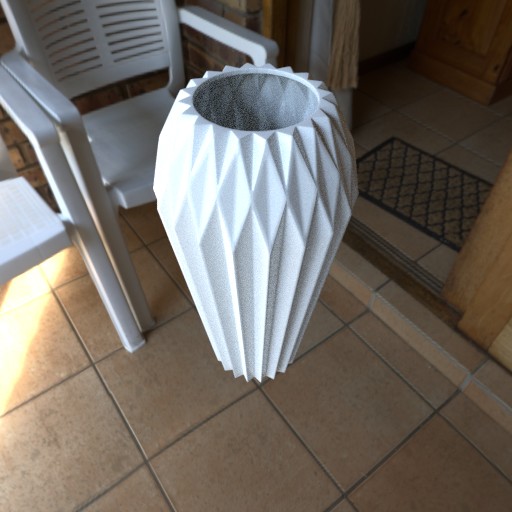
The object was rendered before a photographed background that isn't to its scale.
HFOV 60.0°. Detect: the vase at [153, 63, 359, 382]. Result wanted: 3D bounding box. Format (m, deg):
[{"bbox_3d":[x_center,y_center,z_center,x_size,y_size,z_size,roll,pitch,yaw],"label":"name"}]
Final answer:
[{"bbox_3d":[0.000,0.000,0.344,0.133,0.263,0.133,0,47,0],"label":"vase"}]
